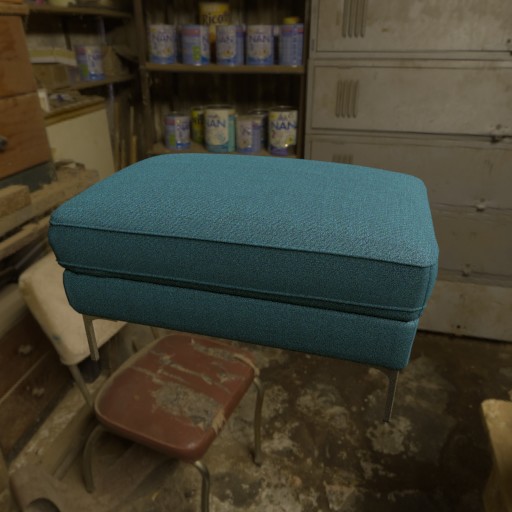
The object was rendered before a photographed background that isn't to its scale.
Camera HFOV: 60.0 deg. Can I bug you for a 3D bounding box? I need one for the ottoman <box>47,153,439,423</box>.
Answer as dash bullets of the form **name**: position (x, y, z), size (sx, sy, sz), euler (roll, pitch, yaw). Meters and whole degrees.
- **ottoman**: position (0.000, 0.000, 1.201), size (0.856, 0.498, 0.563), euler (7, 27, 14)
